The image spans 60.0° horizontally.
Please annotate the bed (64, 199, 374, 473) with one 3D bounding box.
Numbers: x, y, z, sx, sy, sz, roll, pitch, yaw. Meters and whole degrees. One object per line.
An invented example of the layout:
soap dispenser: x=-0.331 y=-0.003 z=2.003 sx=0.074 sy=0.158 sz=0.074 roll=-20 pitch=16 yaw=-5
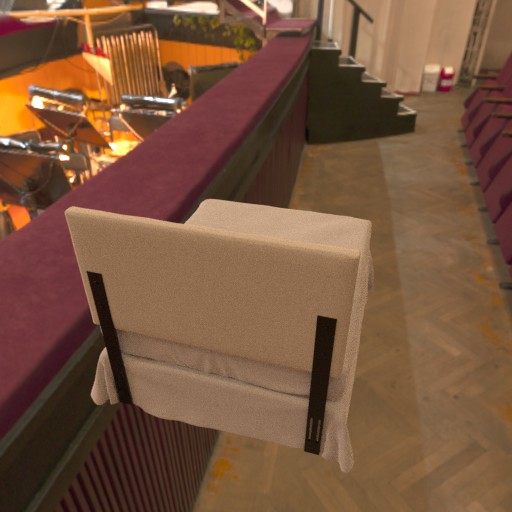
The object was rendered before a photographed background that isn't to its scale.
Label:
bed: x=0.000 y=0.000 z=3.500 sx=1.936 sy=1.577 sz=2.222 roll=9 pitch=34 yaw=14
